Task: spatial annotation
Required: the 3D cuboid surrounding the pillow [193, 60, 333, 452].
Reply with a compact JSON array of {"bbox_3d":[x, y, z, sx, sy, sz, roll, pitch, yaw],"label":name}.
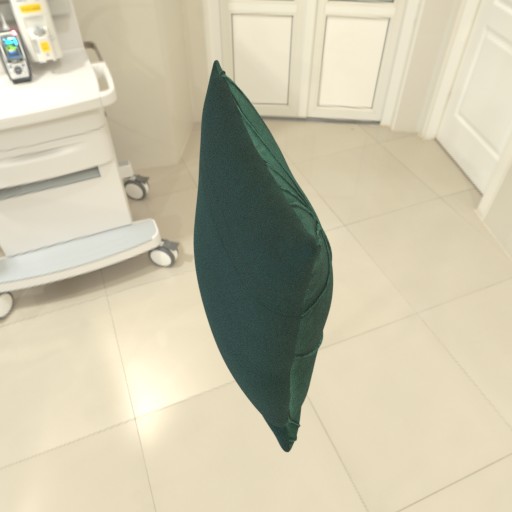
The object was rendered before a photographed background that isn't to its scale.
[{"bbox_3d":[0.000,0.000,0.679,0.184,0.440,0.439,-11,47,-11],"label":"pillow"}]
